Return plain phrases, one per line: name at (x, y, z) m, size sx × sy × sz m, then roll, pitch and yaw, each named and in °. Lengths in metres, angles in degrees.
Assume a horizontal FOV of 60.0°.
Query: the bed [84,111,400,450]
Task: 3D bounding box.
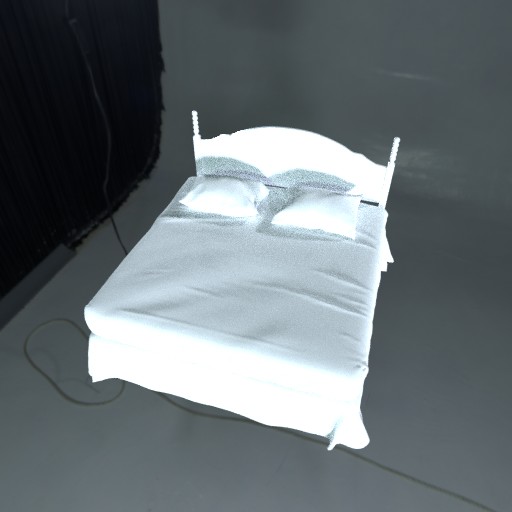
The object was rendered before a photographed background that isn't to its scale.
bed at (0.000, 0.000, 3.635) m, size 2.322 × 1.355 × 2.219 m, roll 11°, pitch 42°, yaw 13°
